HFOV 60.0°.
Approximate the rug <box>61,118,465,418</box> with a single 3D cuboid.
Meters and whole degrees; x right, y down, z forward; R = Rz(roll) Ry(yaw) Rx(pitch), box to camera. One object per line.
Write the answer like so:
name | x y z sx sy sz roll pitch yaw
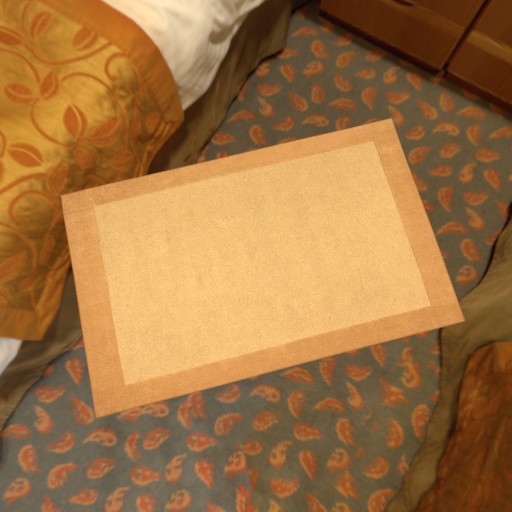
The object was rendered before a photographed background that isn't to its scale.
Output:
rug | 0.000 0.000 3.000 2.438 0.014 1.524 -14 77 -3
